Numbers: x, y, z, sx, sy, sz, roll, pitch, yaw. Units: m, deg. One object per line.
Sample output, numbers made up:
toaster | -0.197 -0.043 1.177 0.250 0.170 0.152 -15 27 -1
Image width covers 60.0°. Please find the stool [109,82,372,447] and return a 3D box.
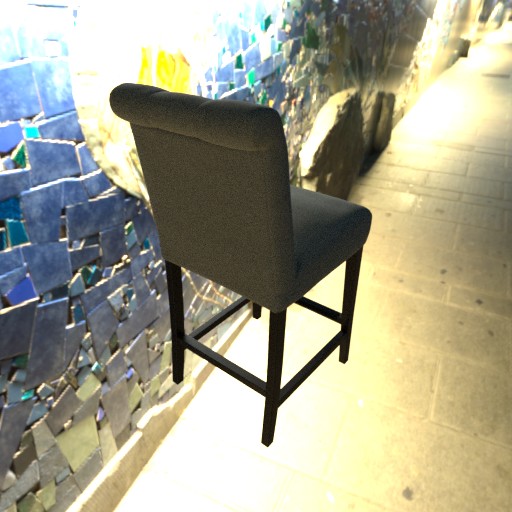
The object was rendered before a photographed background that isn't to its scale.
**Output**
stool | 0.000 0.000 1.381 0.493 1.040 0.601 22 37 33
